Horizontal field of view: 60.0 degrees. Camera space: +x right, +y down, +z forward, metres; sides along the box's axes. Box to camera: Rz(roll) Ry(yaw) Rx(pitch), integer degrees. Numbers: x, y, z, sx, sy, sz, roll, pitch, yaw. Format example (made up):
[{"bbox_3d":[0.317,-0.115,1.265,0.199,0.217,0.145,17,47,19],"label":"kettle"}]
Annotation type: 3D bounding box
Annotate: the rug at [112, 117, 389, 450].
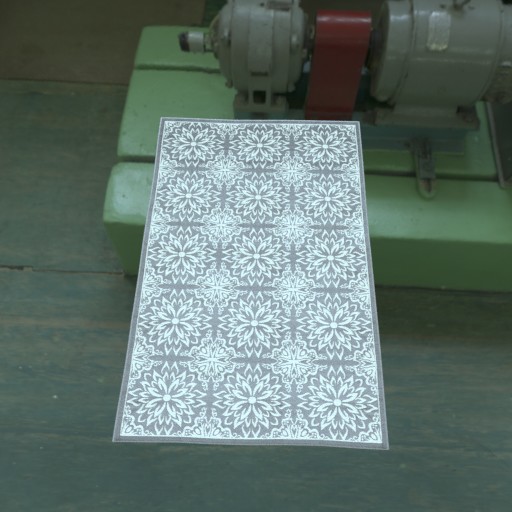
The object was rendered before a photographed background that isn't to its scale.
[{"bbox_3d":[0.000,0.000,3.476,1.819,0.018,2.746,1,65,1],"label":"rug"}]
